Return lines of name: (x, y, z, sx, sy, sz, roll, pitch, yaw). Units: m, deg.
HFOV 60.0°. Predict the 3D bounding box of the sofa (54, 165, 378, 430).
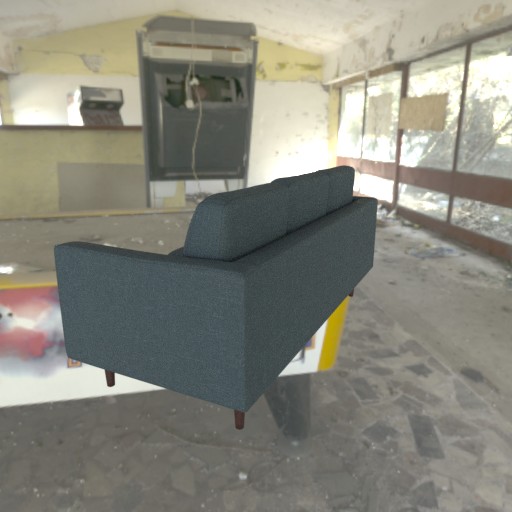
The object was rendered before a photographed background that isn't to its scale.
sofa: (0.000, 0.000, 2.548, 0.935, 0.945, 2.013, 8, 17, 26)
